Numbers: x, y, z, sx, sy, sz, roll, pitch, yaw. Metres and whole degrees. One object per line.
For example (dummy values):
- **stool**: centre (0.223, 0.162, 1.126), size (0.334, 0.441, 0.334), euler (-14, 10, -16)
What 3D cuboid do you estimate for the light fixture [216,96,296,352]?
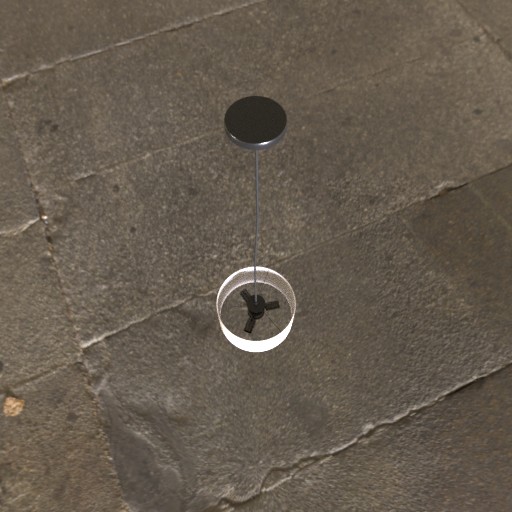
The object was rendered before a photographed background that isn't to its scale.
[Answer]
- **light fixture**: centre (0.000, 0.000, 1.740), size (0.399, 1.516, 0.399), euler (0, 65, 0)
